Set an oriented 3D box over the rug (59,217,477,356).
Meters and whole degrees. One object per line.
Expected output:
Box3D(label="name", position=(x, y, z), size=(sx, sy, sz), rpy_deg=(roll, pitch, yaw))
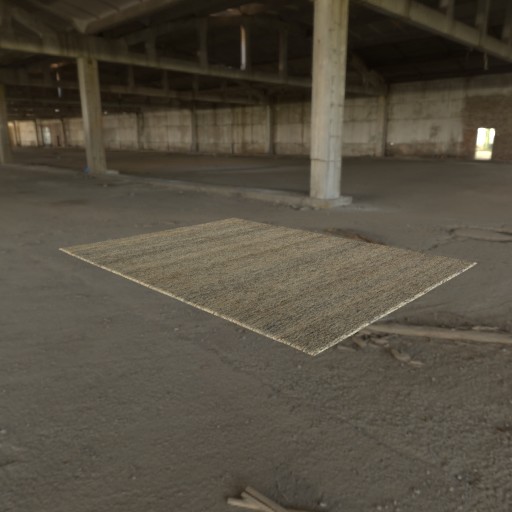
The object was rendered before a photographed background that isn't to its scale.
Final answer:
Box3D(label="rug", position=(0.000, 0.000, 4.231), size=(3.199, 0.036, 2.414), rpy_deg=(14, 21, 42))
